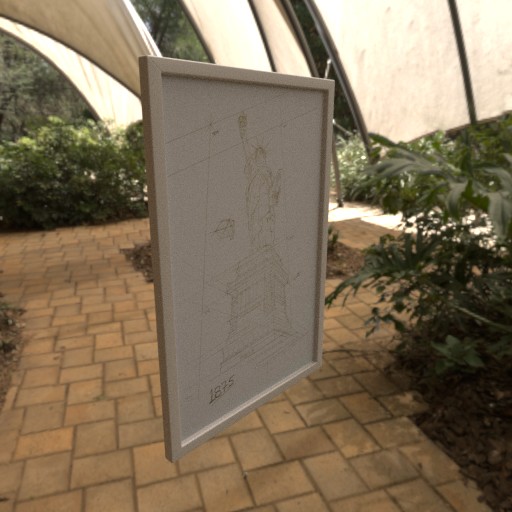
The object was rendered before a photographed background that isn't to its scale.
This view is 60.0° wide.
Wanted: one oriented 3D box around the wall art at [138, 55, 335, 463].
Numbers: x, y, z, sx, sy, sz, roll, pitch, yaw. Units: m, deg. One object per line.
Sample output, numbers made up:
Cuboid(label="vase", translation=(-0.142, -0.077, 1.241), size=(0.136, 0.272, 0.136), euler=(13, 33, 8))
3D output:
Cuboid(label="wall art", translation=(0.000, 0.000, 1.047), size=(0.026, 0.813, 0.556), euler=(15, 22, 41))
